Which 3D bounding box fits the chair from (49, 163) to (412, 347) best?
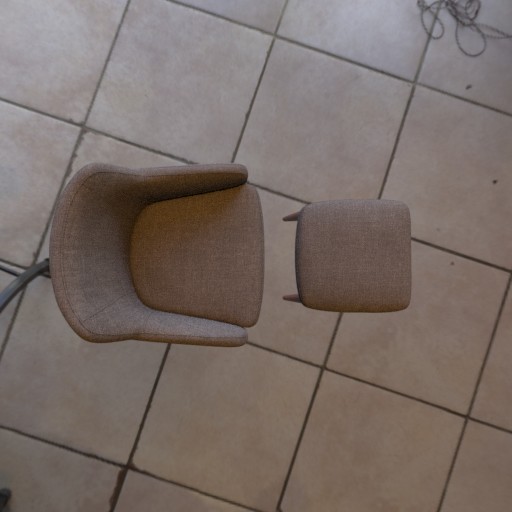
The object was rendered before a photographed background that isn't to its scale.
[{"bbox_3d":[0.000,0.000,1.559,1.107,0.799,0.584,0,88,-1],"label":"chair"}]
